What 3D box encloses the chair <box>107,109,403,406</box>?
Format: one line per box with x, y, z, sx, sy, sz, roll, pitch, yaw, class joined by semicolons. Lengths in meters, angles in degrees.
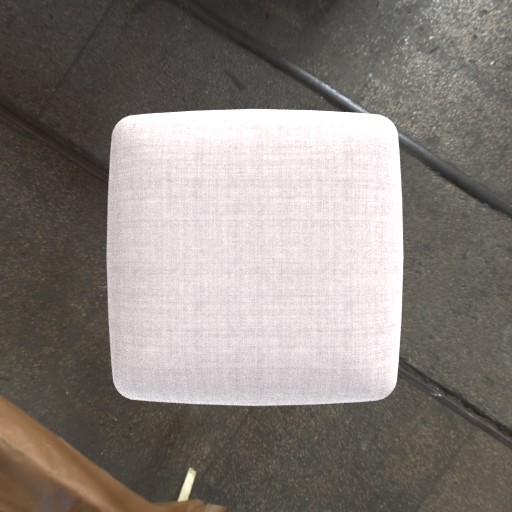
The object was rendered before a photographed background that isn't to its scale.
0.000;0.000;0.698;0.350;0.440;0.350;0;91;1;chair
